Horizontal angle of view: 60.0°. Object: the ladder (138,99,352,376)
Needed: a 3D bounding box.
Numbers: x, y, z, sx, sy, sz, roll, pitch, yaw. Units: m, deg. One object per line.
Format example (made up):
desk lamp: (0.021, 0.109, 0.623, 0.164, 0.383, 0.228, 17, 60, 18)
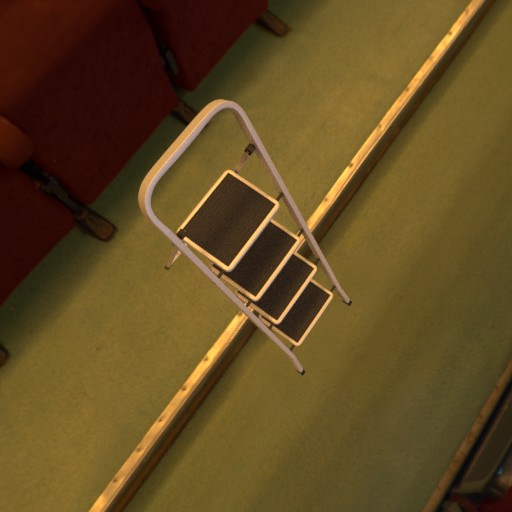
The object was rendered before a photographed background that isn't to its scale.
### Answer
ladder: (0.000, 0.000, 1.737, 0.914, 1.265, 0.460, 35, 78, 9)
